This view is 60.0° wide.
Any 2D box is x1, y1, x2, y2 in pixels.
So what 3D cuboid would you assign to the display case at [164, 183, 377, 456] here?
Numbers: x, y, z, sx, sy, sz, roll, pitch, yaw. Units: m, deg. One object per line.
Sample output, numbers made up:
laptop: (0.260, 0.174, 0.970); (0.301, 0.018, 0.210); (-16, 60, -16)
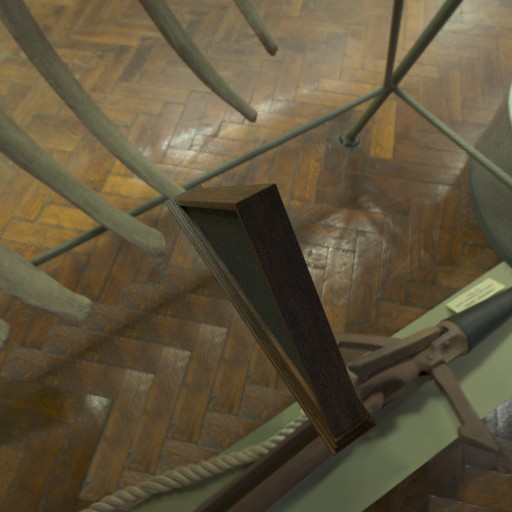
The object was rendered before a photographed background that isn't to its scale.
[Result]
display case: (0.000, 0.000, 0.758); (0.095, 0.340, 0.640); (-29, 63, -16)
